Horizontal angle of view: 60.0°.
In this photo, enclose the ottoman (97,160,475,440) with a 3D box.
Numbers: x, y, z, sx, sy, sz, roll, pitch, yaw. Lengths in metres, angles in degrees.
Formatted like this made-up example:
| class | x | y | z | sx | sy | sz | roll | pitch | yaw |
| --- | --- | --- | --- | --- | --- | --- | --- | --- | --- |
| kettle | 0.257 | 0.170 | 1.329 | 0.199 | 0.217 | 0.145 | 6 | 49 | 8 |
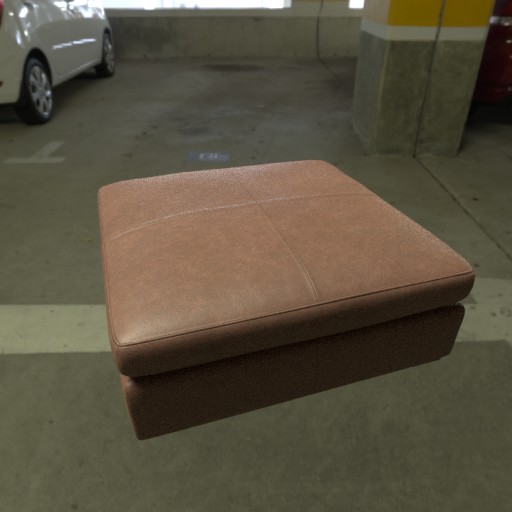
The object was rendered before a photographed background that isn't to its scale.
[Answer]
| class | x | y | z | sx | sy | sz | roll | pitch | yaw |
| --- | --- | --- | --- | --- | --- | --- | --- | --- | --- |
| ottoman | 0.000 | 0.000 | 1.803 | 1.168 | 0.490 | 1.168 | -10 | 32 | -16 |
